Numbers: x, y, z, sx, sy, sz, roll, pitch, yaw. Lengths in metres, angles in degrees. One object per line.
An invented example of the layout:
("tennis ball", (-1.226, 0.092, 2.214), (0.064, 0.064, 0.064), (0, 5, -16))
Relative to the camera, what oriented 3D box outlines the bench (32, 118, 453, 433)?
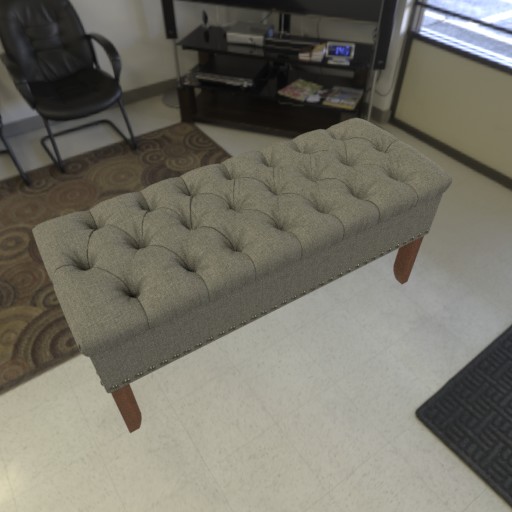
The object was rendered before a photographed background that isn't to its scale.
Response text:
("bench", (0.000, 0.000, 1.302), (1.052, 0.470, 0.417), (-24, 50, -22))
